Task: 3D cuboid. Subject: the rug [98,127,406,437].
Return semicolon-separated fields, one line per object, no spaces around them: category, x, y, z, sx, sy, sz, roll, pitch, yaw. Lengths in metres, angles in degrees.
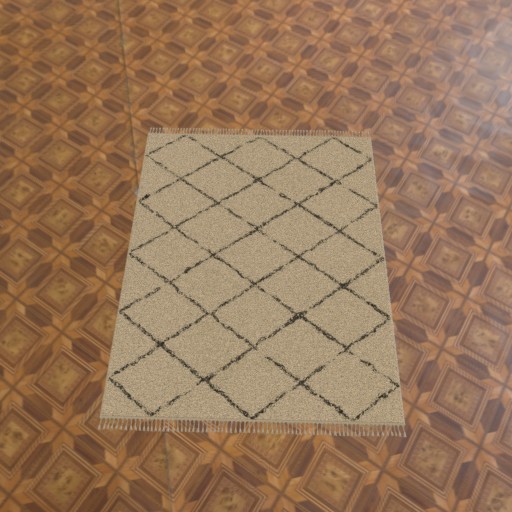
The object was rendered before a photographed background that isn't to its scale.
rug;0.000;0.000;4.089;2.380;0.013;3.051;1;64;1
